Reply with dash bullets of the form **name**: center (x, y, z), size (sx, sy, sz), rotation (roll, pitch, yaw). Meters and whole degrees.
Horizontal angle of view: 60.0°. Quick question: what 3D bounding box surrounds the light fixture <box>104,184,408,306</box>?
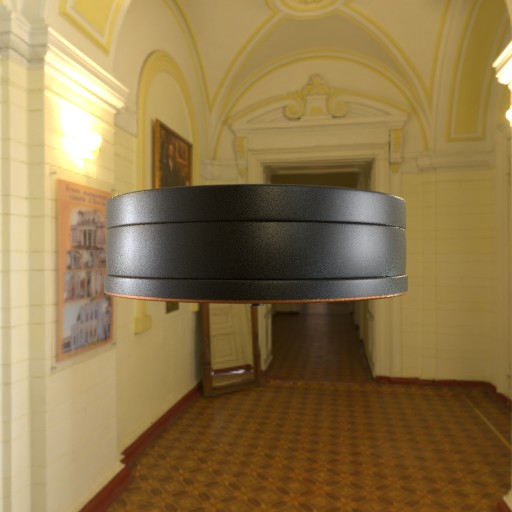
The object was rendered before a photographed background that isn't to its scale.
- **light fixture**: center (0.000, 0.000, 0.437), size (0.283, 0.097, 0.283), rotation (0, 0, 0)
